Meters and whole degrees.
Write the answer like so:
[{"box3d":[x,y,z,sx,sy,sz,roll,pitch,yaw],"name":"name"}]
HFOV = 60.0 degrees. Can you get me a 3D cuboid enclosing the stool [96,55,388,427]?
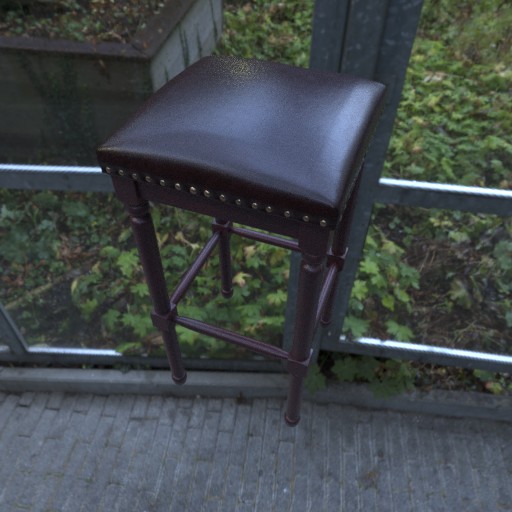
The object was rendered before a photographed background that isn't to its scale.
[{"box3d":[0.000,0.000,0.979,0.382,0.768,0.383,16,48,15],"name":"stool"}]
